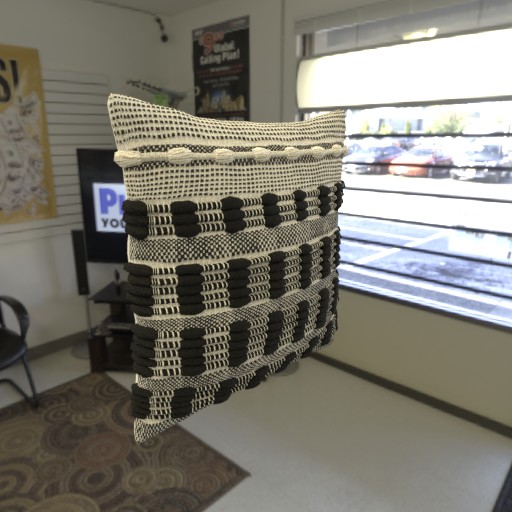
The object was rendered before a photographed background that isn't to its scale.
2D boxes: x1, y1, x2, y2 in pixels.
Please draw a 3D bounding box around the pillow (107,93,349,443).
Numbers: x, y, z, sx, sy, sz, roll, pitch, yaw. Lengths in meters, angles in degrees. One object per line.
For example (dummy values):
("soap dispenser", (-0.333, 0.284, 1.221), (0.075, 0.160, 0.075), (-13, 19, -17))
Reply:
("pillow", (0.000, 0.000, 0.670), (0.436, 0.438, 0.156), (-14, 20, -42))
